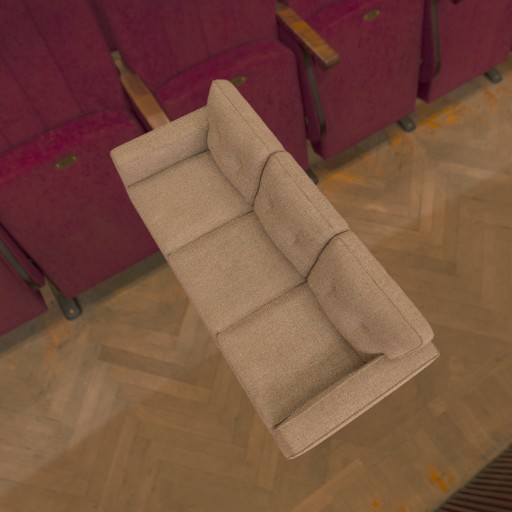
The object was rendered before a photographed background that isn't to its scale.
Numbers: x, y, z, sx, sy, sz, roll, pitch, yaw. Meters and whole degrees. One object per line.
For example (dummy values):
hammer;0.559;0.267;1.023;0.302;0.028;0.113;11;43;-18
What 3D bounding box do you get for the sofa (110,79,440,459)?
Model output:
sofa;0.000;0.000;2.706;0.939;0.965;2.133;-30;68;-13
